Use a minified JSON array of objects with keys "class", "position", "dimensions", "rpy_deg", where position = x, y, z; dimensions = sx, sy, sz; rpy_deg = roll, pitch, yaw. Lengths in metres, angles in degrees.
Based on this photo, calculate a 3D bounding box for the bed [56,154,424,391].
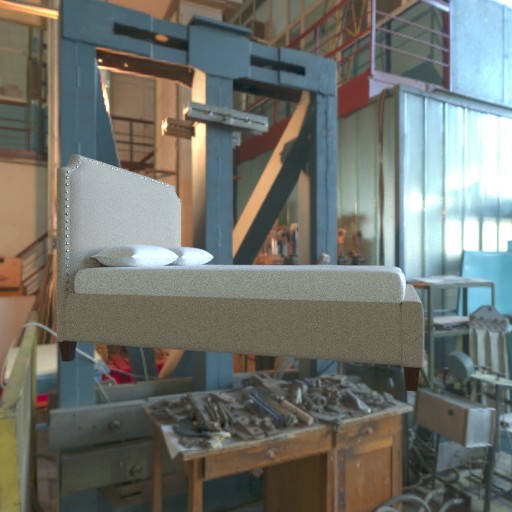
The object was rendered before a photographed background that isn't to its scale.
[{"class":"bed","position":[0.000,0.000,3.458],"dimensions":[2.372,1.443,1.713],"rpy_deg":[0,0,18]}]
